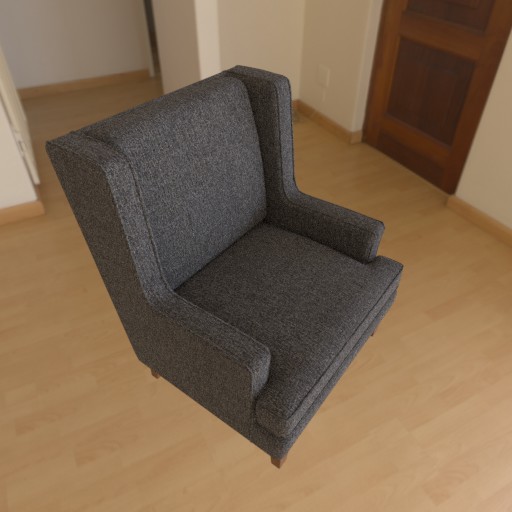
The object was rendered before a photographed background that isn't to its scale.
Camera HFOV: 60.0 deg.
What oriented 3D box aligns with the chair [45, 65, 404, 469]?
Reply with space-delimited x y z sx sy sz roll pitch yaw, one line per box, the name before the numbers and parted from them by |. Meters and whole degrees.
chair | 0.000 0.000 1.750 0.927 1.082 0.942 26 46 27
